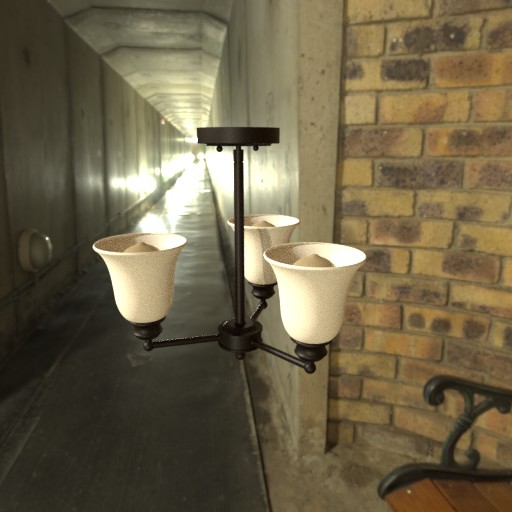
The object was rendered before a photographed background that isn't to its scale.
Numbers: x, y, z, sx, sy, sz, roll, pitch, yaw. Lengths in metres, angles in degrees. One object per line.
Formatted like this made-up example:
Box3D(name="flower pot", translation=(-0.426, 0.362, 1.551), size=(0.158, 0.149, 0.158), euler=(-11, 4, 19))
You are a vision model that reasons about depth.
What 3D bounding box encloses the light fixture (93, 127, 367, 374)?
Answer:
Box3D(name="light fixture", translation=(0.000, 0.000, 0.664), size=(0.388, 0.370, 0.354), euler=(-14, 20, -42))
